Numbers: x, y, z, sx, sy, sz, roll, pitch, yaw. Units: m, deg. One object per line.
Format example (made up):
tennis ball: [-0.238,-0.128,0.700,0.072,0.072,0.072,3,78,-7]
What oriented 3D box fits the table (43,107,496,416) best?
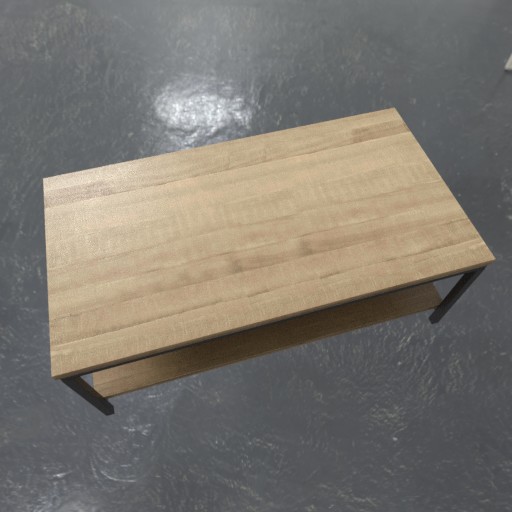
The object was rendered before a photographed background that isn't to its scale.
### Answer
table: [0.000,0.000,1.324,1.062,0.393,0.574,-14,59,-8]
